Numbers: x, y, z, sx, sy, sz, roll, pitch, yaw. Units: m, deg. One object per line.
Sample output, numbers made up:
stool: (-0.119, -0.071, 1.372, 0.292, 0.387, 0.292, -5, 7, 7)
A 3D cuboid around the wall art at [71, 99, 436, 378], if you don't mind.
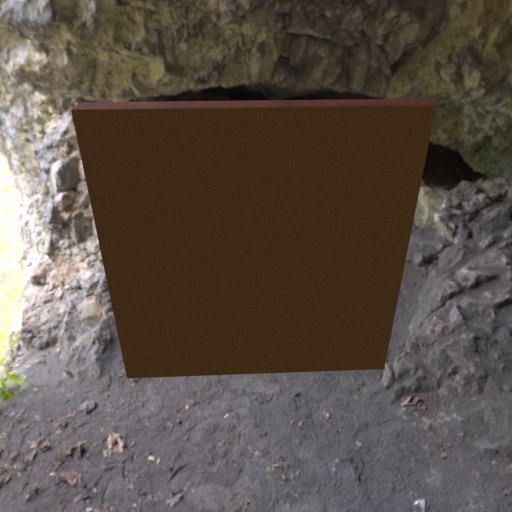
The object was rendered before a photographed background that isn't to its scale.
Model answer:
wall art: (0.000, 0.000, 0.582, 0.386, 0.385, 0.038, -1, 30, -2)
